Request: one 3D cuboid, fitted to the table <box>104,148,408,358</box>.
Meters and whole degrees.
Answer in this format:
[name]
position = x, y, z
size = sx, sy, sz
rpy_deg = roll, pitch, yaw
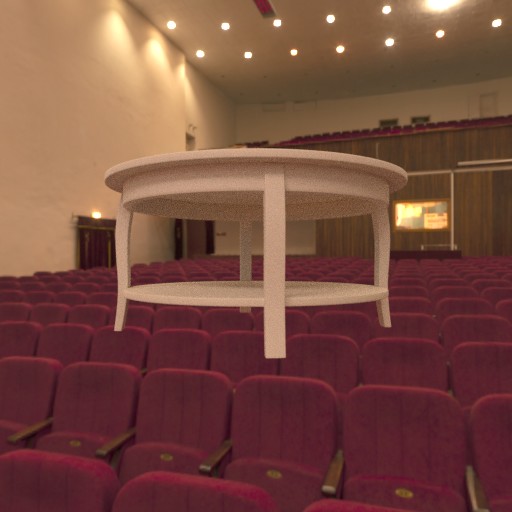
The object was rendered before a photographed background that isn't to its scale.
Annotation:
[table]
position = 0.000, 0.000, 1.405
size = 0.910, 0.457, 0.910
rpy_deg = 0, 0, 0
